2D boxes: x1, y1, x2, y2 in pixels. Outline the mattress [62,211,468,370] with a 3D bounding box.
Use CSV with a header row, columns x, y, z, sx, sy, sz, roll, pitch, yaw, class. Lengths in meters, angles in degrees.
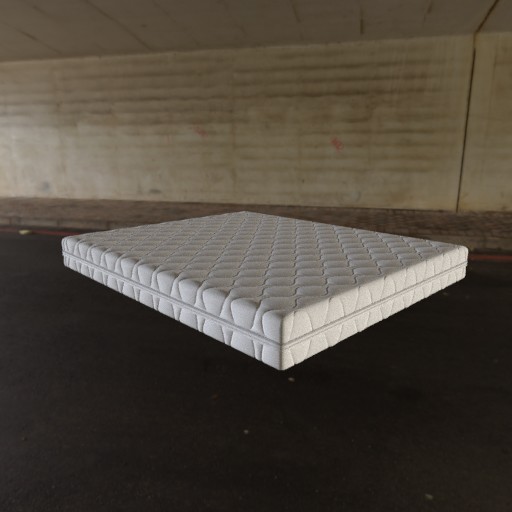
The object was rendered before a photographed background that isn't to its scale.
x,y,z,sx,sy,sz,roll,pitch,yaw,class
0.000,0.000,2.696,1.600,0.200,1.900,-14,20,-42,mattress
